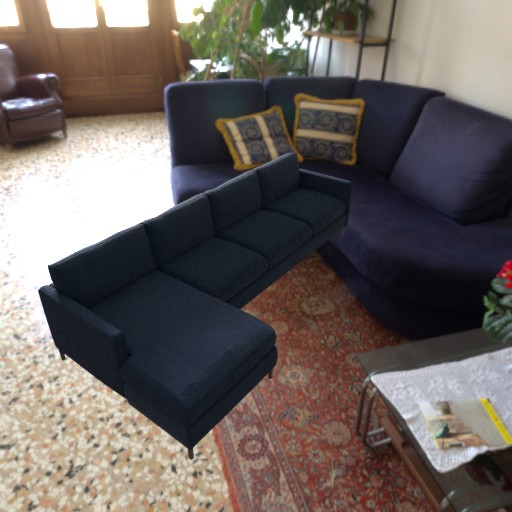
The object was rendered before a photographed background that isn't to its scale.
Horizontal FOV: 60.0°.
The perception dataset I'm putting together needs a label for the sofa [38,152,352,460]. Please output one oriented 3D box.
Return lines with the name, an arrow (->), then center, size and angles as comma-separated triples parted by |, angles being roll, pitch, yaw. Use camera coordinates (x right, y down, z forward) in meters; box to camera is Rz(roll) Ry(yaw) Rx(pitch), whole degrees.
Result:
sofa -> 0.000, 0.000, 2.970 | 1.128, 0.679, 2.450 | 21, 37, 31
